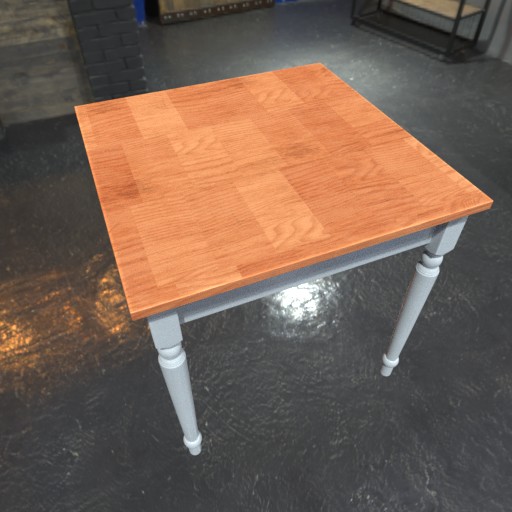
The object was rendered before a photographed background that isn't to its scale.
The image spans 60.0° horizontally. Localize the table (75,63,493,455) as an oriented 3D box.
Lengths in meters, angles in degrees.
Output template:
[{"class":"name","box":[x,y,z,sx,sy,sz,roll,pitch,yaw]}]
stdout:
[{"class":"table","box":[0.000,0.000,1.314,0.747,0.738,0.747,-17,48,-16]}]
